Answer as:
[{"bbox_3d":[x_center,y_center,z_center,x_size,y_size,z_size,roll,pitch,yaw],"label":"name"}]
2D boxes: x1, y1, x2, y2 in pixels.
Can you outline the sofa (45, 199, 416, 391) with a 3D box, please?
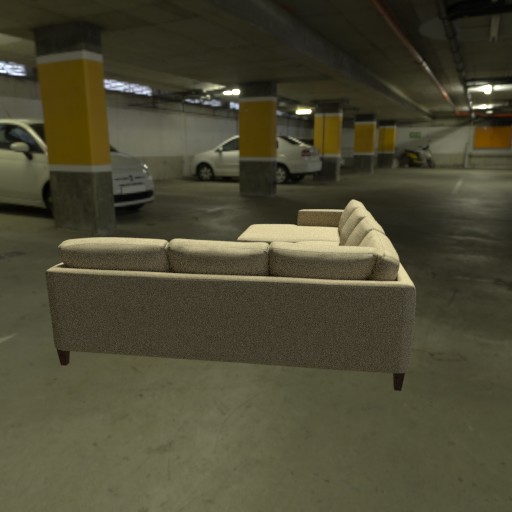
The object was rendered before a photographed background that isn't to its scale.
[{"bbox_3d":[0.000,0.000,4.670,2.593,0.959,3.460,2,14,8],"label":"sofa"}]
